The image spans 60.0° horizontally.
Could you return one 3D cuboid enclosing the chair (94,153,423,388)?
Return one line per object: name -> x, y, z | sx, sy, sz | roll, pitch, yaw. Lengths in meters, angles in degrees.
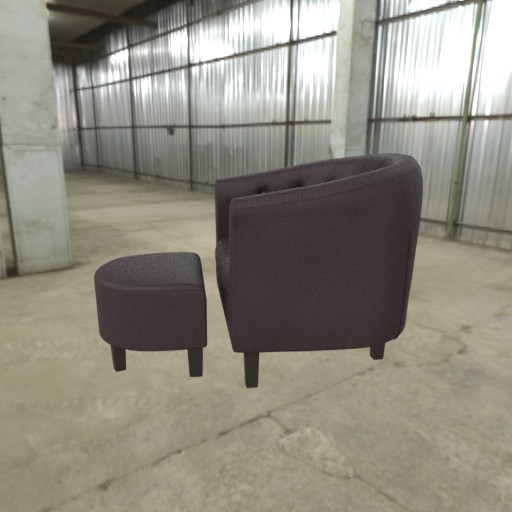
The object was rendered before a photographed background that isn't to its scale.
chair -> 0.000, 0.000, 1.696 | 1.191, 0.760, 0.763 | -2, 15, -9
